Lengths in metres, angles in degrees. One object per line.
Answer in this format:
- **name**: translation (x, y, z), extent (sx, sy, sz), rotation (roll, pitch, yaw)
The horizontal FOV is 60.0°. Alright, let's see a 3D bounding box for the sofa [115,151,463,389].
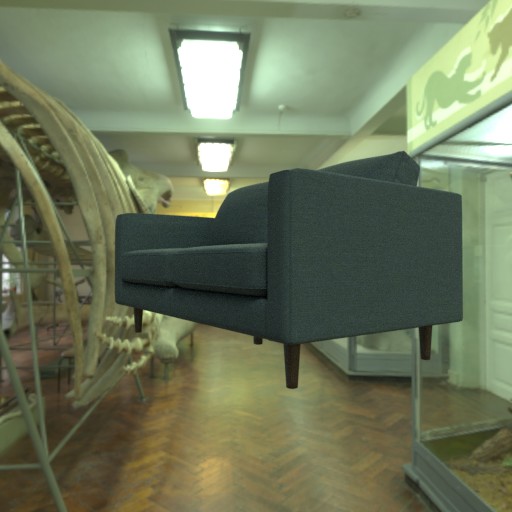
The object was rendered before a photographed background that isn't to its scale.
- **sofa**: translation (0.000, 0.000, 2.283), extent (0.999, 0.907, 1.659), rotation (1, -1, -35)
